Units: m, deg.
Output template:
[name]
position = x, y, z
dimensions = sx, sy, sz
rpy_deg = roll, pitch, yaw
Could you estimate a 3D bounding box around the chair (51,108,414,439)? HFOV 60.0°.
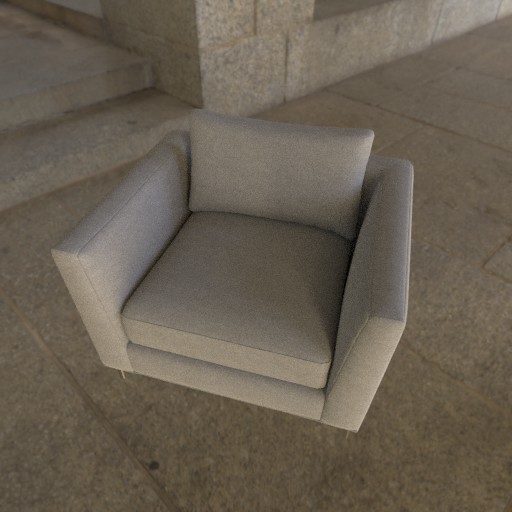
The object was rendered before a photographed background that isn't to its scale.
[chair]
position = 0.000, 0.000, 1.684
dimensions = 1.041, 0.864, 0.889
rpy_deg = 11, 42, 12
